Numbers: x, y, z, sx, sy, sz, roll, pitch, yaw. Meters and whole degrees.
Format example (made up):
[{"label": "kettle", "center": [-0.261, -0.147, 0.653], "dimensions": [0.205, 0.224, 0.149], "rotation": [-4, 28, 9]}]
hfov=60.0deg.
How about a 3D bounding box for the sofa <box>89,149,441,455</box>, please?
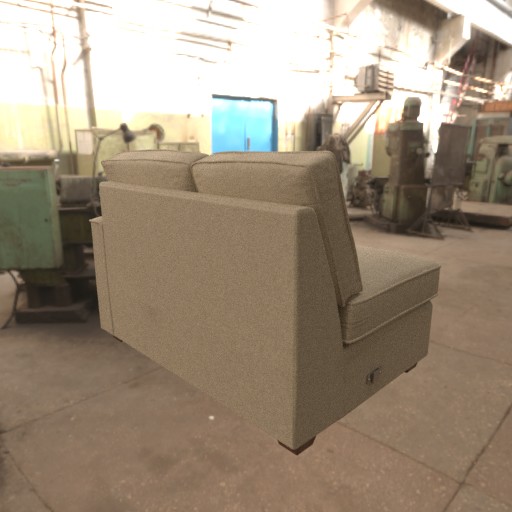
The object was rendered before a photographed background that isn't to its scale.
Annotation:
[{"label": "sofa", "center": [0.000, 0.000, 2.086], "dimensions": [0.991, 0.989, 1.388], "rotation": [-14, 20, -42]}]
